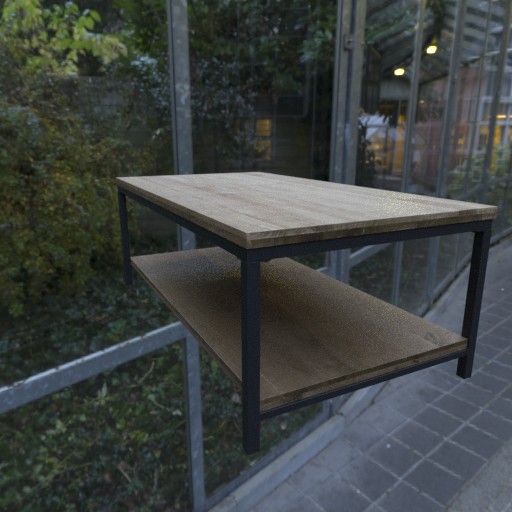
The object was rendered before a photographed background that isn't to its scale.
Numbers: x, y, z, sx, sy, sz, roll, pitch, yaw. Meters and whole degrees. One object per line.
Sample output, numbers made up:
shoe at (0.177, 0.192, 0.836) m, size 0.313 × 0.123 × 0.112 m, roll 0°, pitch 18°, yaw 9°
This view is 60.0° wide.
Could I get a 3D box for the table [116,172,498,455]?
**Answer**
table at (0.000, 0.000, 1.292) m, size 0.574 × 0.393 × 1.062 m, roll -8°, pitch 17°, yaw -26°
